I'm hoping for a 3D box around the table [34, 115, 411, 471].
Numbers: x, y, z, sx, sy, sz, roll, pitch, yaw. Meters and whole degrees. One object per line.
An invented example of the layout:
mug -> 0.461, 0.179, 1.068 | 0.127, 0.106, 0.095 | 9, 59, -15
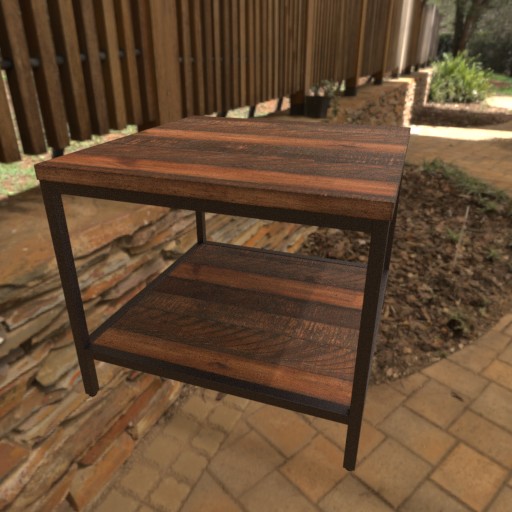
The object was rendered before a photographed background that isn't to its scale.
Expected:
table -> 0.000, 0.000, 0.953 | 0.548, 0.482, 0.553 | 9, 27, 17
